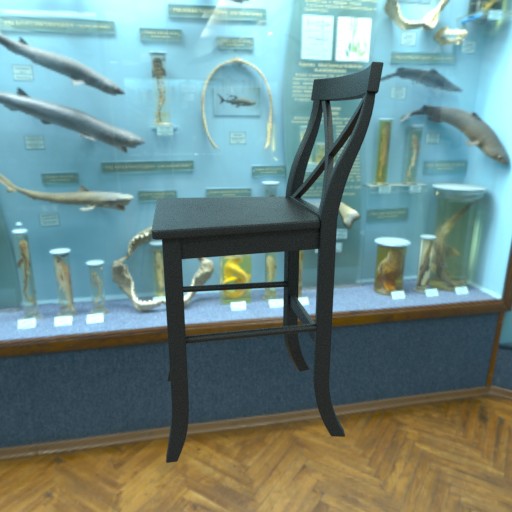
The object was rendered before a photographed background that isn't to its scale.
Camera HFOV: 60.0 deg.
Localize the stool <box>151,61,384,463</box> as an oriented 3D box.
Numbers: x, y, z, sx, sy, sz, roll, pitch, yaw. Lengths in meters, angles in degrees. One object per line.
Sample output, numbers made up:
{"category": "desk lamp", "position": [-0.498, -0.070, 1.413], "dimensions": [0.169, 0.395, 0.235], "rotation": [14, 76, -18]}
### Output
{"category": "stool", "position": [0.000, 0.000, 1.273], "dimensions": [0.559, 0.989, 0.452], "rotation": [-3, 17, -10]}
